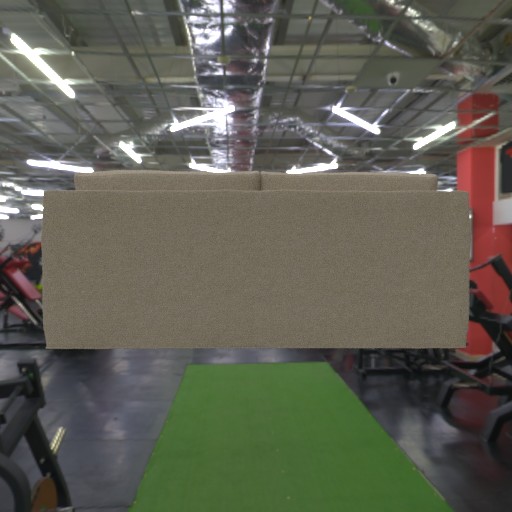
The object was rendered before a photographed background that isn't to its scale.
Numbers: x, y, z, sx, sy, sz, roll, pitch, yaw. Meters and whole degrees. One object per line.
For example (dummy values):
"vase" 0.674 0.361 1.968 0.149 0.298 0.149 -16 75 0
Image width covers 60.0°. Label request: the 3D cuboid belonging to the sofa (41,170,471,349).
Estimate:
"sofa" 0.000 0.000 2.477 1.987 0.847 0.956 0 0 -1
